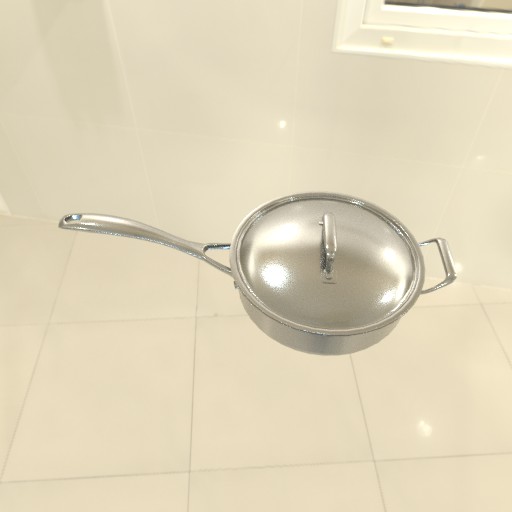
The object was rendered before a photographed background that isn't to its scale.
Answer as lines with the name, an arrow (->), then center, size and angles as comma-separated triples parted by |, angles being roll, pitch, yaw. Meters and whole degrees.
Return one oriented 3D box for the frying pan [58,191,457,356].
frying pan -> 0.000, 0.000, 0.576 | 0.492, 0.111, 0.245 | 3, 48, 3
